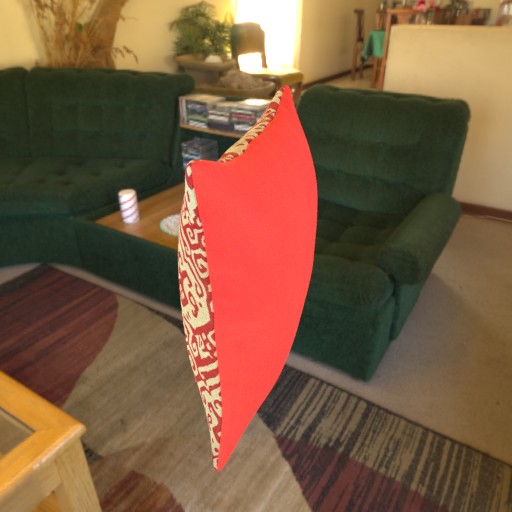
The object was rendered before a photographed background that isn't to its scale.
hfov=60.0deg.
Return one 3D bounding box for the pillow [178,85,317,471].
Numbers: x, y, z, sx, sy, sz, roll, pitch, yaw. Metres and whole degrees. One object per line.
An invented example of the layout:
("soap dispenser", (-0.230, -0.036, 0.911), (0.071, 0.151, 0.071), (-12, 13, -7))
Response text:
("pillow", (0.000, 0.000, 0.794), (0.192, 0.507, 0.522), (7, 31, 12))
